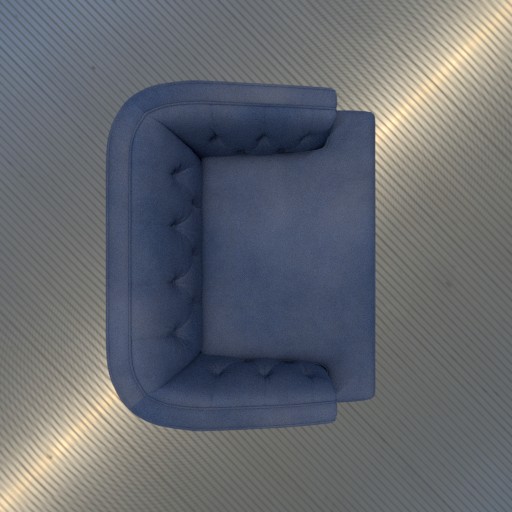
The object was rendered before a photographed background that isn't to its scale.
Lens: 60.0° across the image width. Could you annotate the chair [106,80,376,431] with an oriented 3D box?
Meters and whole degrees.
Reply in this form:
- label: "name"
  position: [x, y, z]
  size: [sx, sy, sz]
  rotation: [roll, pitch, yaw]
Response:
- label: "chair"
  position: [0.000, 0.000, 1.730]
  size: [0.914, 0.787, 1.118]
  rotation: [0, 90, 0]
